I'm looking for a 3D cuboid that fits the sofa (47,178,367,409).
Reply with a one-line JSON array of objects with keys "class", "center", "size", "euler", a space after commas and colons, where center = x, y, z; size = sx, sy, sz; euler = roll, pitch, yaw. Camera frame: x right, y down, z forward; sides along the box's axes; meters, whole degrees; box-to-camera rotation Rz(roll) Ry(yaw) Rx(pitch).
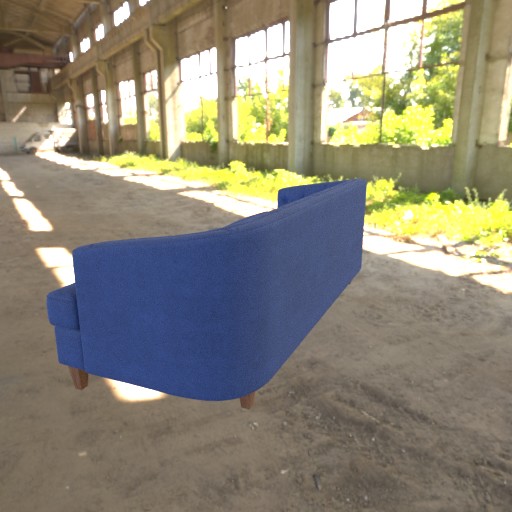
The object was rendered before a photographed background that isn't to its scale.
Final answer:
[{"class": "sofa", "center": [0.000, 0.000, 2.636], "size": [0.914, 0.787, 2.235], "euler": [7, 17, 24]}]
